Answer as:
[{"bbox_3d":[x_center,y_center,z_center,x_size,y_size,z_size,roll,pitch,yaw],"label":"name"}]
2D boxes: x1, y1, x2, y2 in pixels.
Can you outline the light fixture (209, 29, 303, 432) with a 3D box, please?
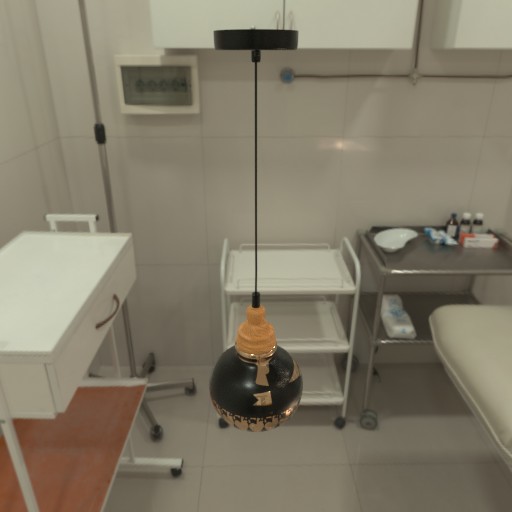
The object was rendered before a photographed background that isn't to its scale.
[{"bbox_3d":[0.000,0.000,1.774,0.430,1.606,0.430,0,25,-1],"label":"light fixture"}]
